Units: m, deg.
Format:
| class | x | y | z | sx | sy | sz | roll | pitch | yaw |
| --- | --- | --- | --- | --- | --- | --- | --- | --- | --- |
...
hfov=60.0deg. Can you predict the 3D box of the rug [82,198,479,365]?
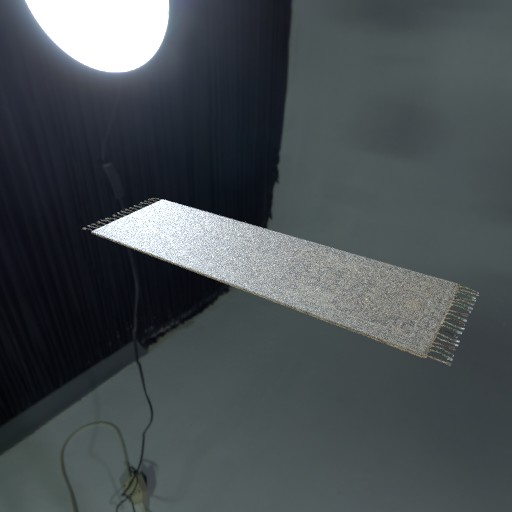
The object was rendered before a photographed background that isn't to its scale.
| class | x | y | z | sx | sy | sz | roll | pitch | yaw |
| --- | --- | --- | --- | --- | --- | --- | --- | --- | --- |
| rug | 0.000 | 0.000 | 2.974 | 2.664 | 0.011 | 0.762 | 18 | 34 | 29 |
